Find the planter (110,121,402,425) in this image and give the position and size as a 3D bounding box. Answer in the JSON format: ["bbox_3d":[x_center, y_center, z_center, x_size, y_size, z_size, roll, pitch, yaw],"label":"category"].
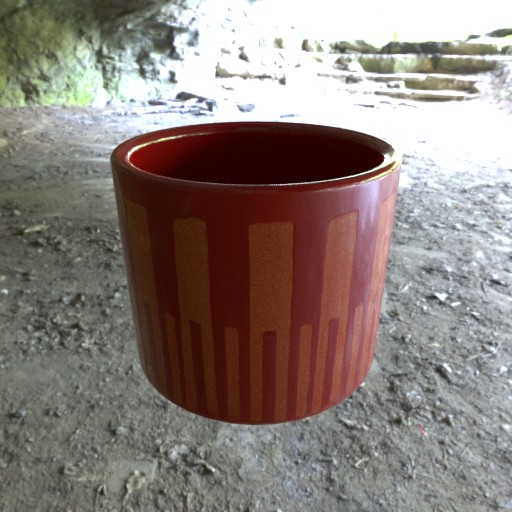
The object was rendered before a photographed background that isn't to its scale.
[{"bbox_3d":[0.000,0.000,0.405,0.230,0.202,0.230,0,26,0],"label":"planter"}]
